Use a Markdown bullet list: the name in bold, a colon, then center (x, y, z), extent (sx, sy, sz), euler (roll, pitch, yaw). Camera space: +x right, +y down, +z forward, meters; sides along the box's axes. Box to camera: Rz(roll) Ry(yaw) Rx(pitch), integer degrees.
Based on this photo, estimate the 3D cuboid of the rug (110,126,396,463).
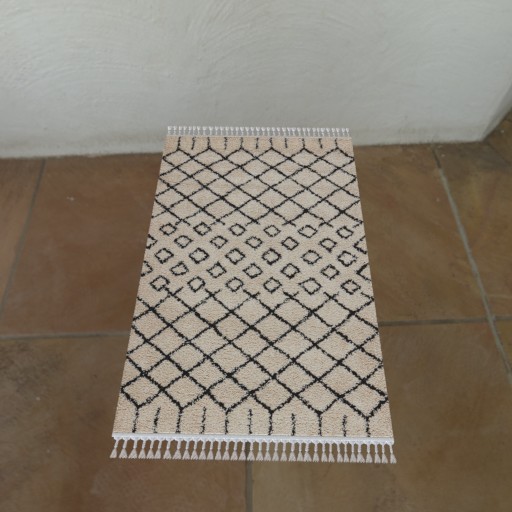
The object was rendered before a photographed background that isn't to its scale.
- **rug**: center (0.000, 0.000, 2.371), extent (1.196, 0.008, 2.006), euler (1, 57, 1)
